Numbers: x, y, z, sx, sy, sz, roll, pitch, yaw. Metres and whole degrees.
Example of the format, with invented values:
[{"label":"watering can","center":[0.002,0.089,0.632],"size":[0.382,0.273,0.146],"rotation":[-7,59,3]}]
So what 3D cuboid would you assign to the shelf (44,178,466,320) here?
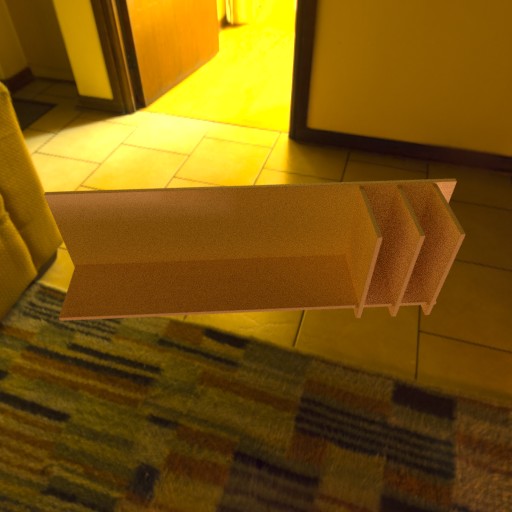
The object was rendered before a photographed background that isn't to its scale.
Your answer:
[{"label":"shelf","center":[0.000,0.000,1.137],"size":[1.020,0.300,0.200],"rotation":[-2,45,-2]}]
